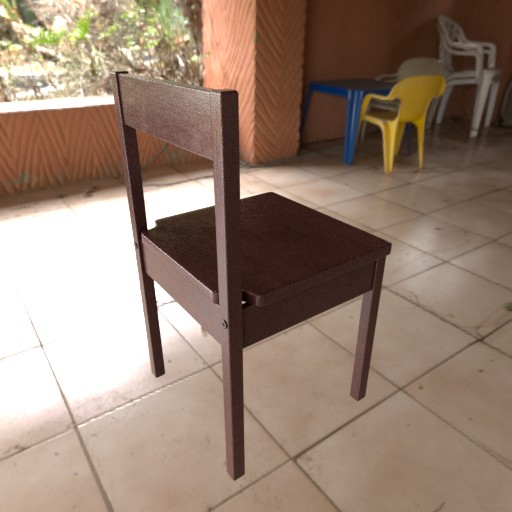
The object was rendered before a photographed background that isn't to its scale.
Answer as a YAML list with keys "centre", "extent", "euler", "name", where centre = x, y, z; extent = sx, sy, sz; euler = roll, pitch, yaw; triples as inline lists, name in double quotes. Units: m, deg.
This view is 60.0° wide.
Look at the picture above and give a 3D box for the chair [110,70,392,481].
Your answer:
- centre: [0.000, 0.000, 0.871]
  extent: [0.361, 0.668, 0.367]
  euler: [-18, 32, -32]
  name: "chair"
